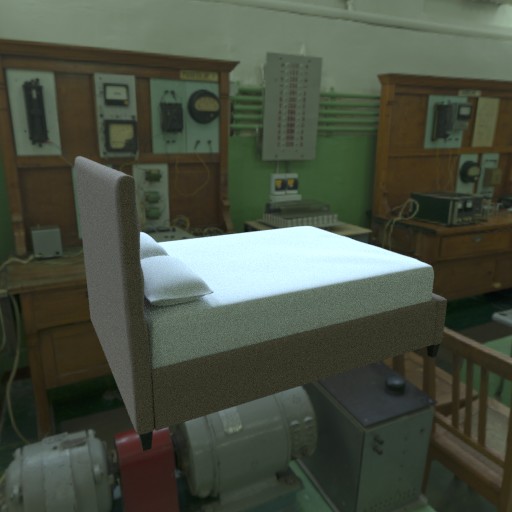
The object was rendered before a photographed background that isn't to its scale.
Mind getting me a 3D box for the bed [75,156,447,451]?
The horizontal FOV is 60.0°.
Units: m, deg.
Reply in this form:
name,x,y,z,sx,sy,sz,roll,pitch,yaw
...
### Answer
name,x,y,z,sx,sy,sz,roll,pitch,yaw
bed,0.000,0.000,3.300,2.233,1.426,1.696,-8,18,-26
